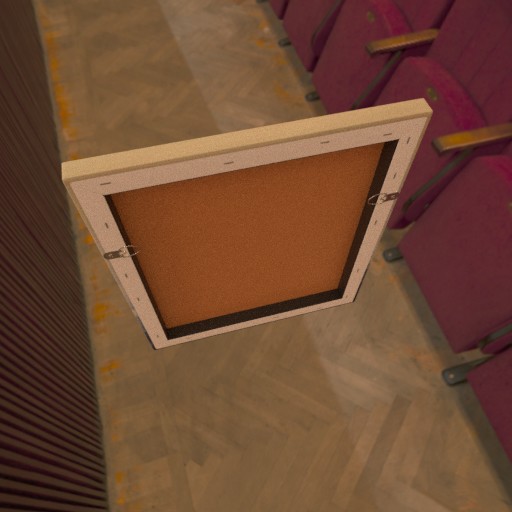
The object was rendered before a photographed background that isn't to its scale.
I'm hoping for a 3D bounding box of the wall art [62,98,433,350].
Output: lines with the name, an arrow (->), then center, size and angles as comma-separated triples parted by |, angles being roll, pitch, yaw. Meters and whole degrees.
wall art -> 0.000, 0.000, 1.007 | 0.608, 0.710, 0.041 | -12, 58, -8
